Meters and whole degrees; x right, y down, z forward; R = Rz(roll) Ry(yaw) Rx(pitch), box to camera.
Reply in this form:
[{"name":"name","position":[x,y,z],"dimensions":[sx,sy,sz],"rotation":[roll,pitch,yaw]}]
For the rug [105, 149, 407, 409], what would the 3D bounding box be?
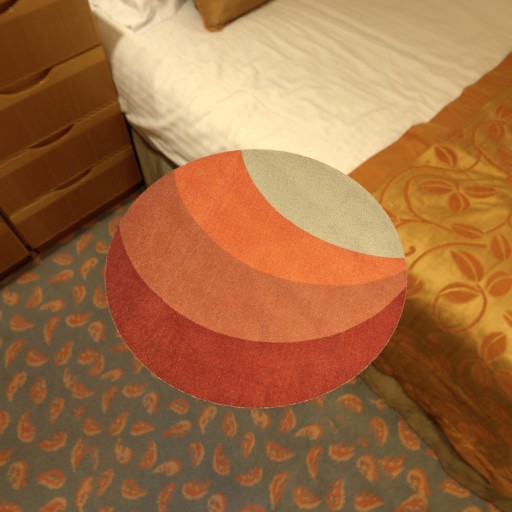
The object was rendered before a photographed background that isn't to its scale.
[{"name":"rug","position":[0.000,0.000,2.257],"dimensions":[1.514,0.015,1.514],"rotation":[0,58,0]}]
